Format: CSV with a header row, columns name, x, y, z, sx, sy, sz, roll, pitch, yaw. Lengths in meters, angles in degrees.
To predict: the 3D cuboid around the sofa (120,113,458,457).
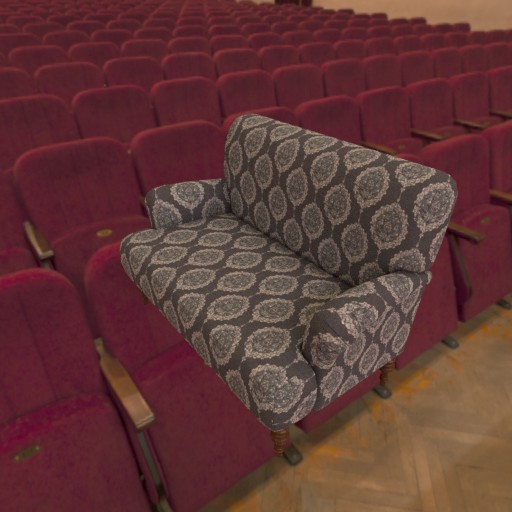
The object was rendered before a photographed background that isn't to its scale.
name,x,y,z,sx,sy,sz,roll,pitch,yaw
sofa,0.000,0.000,1.829,0.779,0.867,1.297,-20,36,-31
